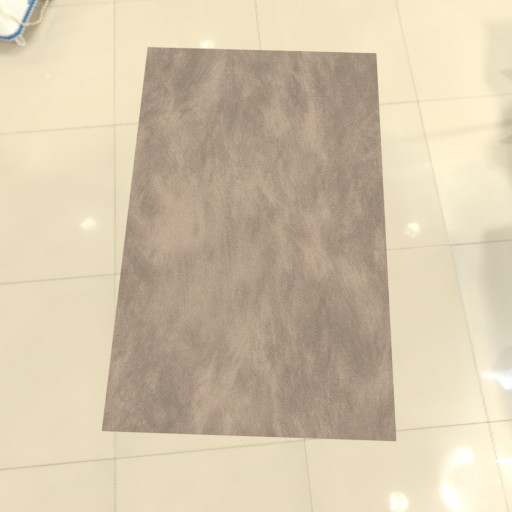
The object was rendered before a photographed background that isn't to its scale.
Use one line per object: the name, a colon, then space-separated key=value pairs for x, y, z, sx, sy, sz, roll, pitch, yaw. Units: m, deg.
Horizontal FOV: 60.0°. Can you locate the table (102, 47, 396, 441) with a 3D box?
table: x=0.000 y=0.000 z=1.554 sx=0.700 sy=0.734 sz=1.100 roll=2 pitch=74 yaw=1
